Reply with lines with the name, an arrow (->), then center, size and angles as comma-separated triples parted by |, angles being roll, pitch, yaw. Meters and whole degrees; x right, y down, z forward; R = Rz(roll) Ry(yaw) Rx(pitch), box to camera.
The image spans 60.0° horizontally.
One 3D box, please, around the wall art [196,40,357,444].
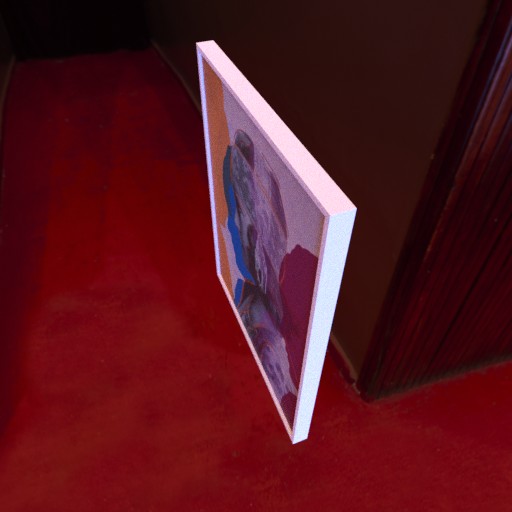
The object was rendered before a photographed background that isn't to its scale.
wall art -> 0.000, 0.000, 0.756 | 0.030, 0.549, 0.443 | -16, 48, -15
